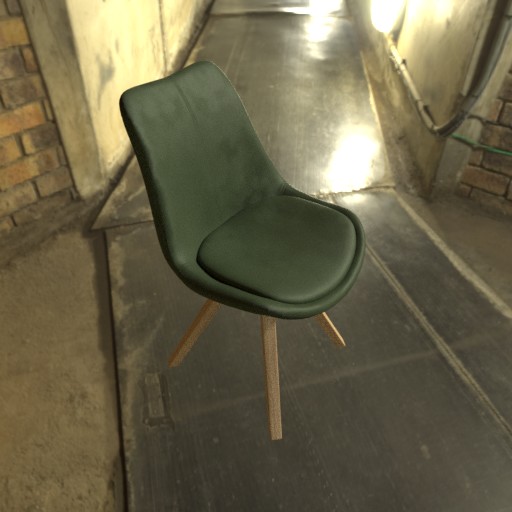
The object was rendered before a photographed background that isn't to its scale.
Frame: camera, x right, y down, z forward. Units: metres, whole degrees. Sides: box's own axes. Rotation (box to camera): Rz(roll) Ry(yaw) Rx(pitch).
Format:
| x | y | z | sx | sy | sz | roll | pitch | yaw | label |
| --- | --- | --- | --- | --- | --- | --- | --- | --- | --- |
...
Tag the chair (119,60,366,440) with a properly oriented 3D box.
| x | y | z | sx | sy | sz | roll | pitch | yaw | label |
| --- | --- | --- | --- | --- | --- | --- | --- | --- | --- |
| 0.000 | 0.000 | 1.201 | 0.547 | 0.865 | 0.483 | 25 | 46 | 26 | chair |
